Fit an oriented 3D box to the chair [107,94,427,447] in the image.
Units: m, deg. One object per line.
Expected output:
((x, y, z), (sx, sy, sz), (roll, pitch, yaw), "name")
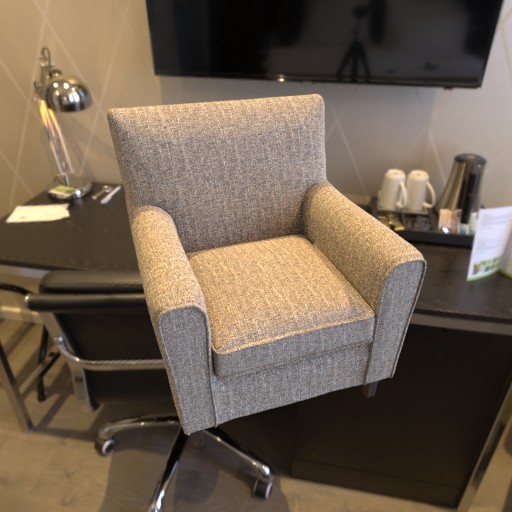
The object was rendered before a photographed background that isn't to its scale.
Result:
((0.000, 0.000, 1.618), (0.864, 0.928, 0.873), (-10, 32, -16), "chair")
